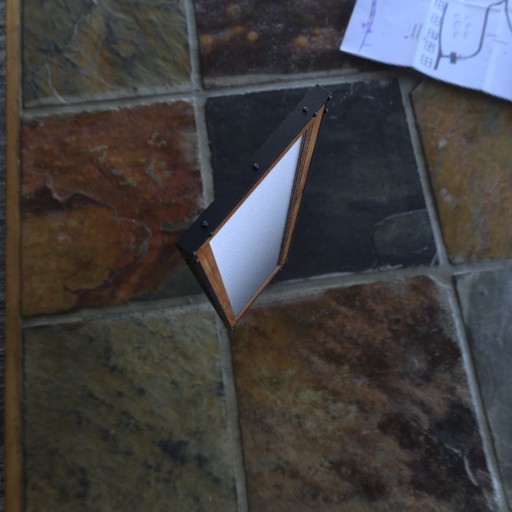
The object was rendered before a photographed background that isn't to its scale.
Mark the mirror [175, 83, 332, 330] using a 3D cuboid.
[{"bbox_3d":[0.000,0.000,1.199,0.042,1.080,0.354,38,78,9],"label":"mirror"}]
